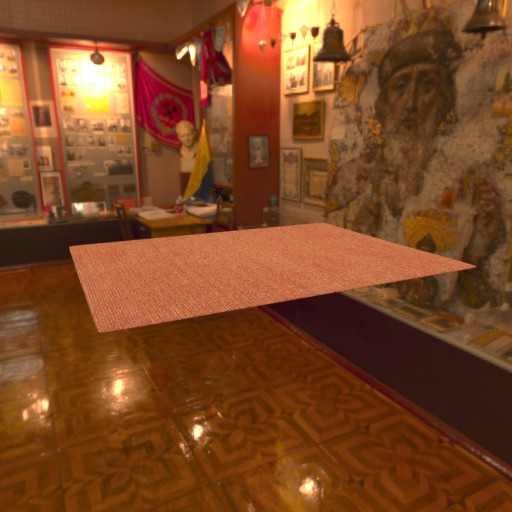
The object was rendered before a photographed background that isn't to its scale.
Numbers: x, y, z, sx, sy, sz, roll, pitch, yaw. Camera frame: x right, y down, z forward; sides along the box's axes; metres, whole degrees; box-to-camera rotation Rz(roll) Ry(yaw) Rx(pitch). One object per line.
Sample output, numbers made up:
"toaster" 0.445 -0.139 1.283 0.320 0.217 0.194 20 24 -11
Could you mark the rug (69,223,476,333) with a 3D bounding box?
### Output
"rug" 0.000 0.000 2.827 2.112 0.009 1.594 -7 16 -25
